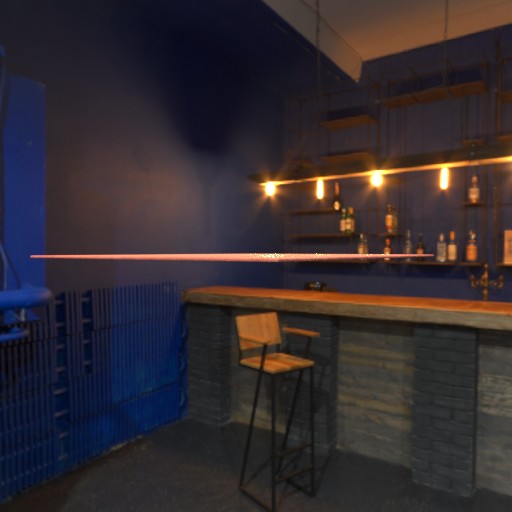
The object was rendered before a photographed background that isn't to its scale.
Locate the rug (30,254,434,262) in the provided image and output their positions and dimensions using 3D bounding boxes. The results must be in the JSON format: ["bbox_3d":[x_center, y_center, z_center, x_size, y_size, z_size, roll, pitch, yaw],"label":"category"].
[{"bbox_3d":[0.000,0.000,4.111,2.430,0.018,2.976,0,1,36],"label":"rug"}]
